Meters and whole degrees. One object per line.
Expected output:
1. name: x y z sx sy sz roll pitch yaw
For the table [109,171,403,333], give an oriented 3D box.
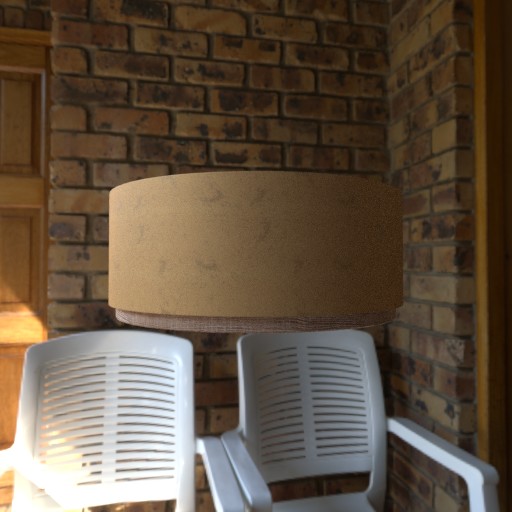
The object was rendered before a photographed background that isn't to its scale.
1. table: 0.000 0.000 1.589 1.001 0.409 1.001 0 -1 0
